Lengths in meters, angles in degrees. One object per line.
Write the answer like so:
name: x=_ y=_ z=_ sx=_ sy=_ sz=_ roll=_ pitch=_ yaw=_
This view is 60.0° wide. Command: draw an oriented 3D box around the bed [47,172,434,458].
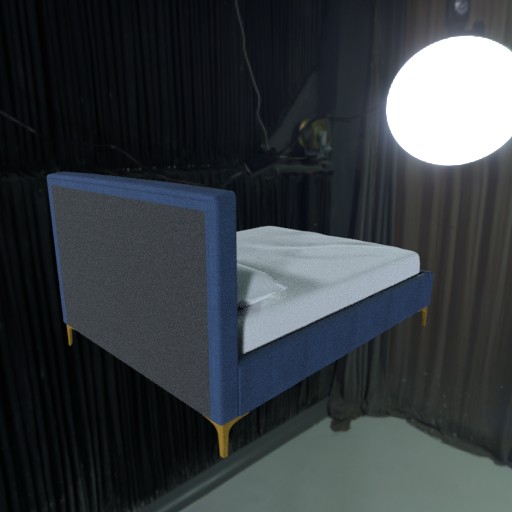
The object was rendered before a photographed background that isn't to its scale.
bed: x=0.000 y=0.000 z=3.201 sx=1.723 sy=1.231 sz=2.172 roll=14 pitch=20 yaw=43
